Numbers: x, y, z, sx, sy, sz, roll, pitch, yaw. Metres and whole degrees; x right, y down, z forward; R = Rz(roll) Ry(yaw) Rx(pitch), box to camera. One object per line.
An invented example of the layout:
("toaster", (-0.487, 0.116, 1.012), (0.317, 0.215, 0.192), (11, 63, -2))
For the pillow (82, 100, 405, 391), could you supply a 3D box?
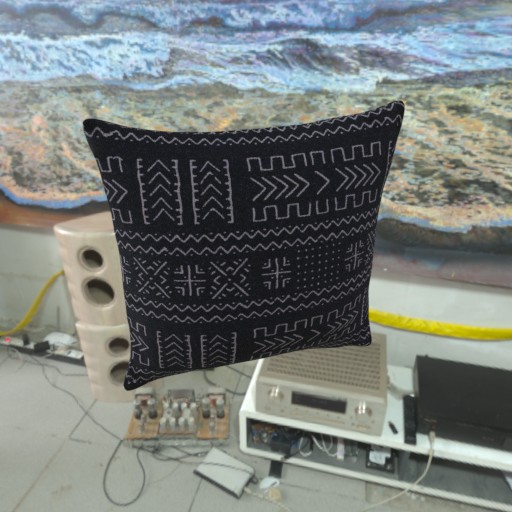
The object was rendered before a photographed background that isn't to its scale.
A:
("pillow", (0.000, 0.000, 0.667), (0.438, 0.430, 0.164), (-8, 29, -14))
